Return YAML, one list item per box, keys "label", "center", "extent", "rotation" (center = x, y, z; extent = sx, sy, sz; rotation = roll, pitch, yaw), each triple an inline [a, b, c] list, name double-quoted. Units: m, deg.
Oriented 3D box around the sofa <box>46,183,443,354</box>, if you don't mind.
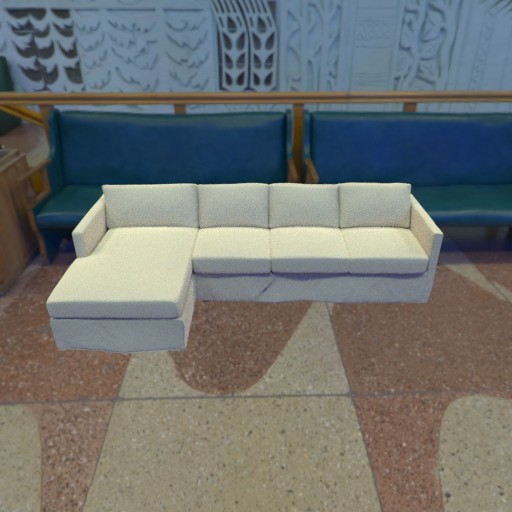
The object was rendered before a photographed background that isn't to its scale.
- label: "sofa"
  center: [0.000, 0.000, 3.982]
  extent: [3.205, 0.922, 1.650]
  rotation: [0, 29, 0]
